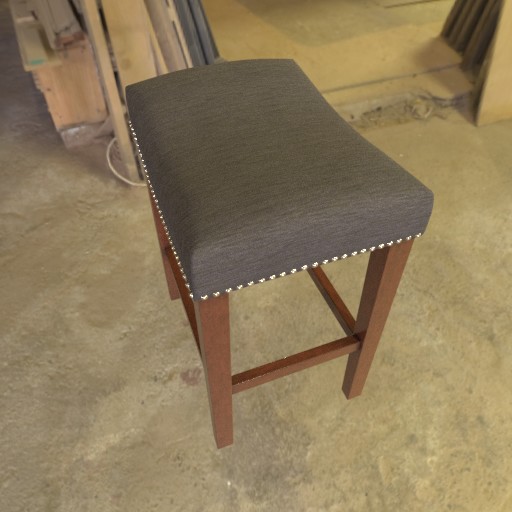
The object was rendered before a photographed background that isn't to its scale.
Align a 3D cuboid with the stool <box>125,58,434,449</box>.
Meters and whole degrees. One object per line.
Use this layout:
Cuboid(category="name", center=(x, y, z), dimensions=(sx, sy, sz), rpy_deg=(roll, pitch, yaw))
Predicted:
Cuboid(category="stool", center=(0.000, 0.000, 0.953), dimensions=(0.372, 0.654, 0.504), rpy_deg=(-15, 48, -14))
